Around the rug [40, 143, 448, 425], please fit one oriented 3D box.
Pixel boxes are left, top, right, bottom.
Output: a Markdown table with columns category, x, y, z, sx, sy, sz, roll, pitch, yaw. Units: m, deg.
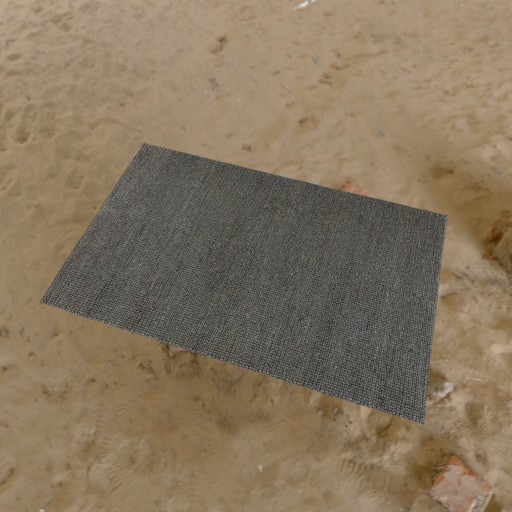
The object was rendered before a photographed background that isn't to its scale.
| category | x | y | z | sx | sy | sz | roll | pitch | yaw |
| --- | --- | --- | --- | --- | --- | --- | --- | --- | --- |
| rug | 0.000 | 0.000 | 3.037 | 2.443 | 0.021 | 1.538 | 15 | 59 | 10 |
